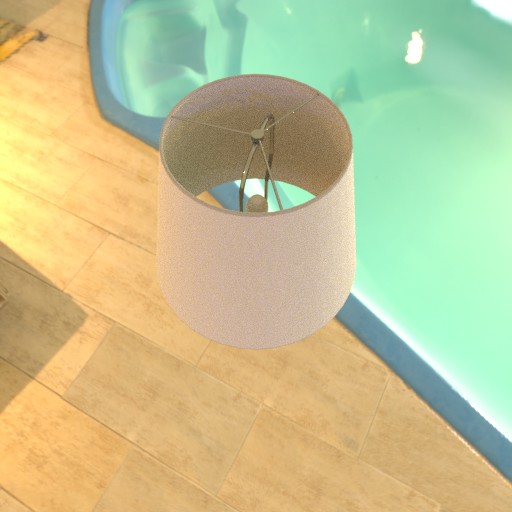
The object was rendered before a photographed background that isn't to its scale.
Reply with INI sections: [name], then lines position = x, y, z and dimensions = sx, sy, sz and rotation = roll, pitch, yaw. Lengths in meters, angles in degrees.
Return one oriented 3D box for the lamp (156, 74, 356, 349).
[lamp]
position = 0.000, 0.000, 0.798
dimensions = 0.355, 0.582, 0.355
rotation = 0, 60, 0
